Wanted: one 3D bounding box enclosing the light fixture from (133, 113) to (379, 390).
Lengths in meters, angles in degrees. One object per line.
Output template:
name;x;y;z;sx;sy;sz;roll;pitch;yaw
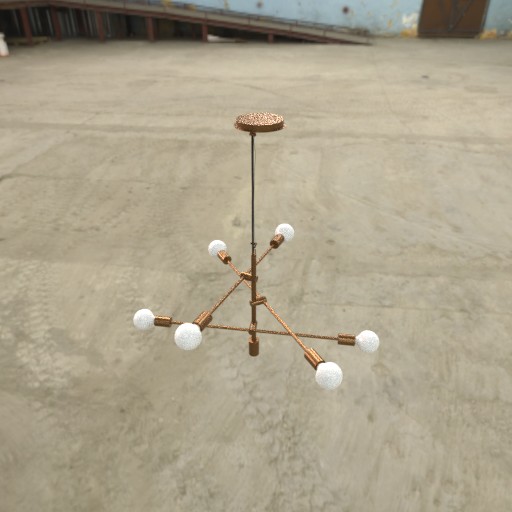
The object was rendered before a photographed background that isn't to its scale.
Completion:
light fixture;0.000;0.000;1.221;0.682;0.744;0.637;22;37;31
